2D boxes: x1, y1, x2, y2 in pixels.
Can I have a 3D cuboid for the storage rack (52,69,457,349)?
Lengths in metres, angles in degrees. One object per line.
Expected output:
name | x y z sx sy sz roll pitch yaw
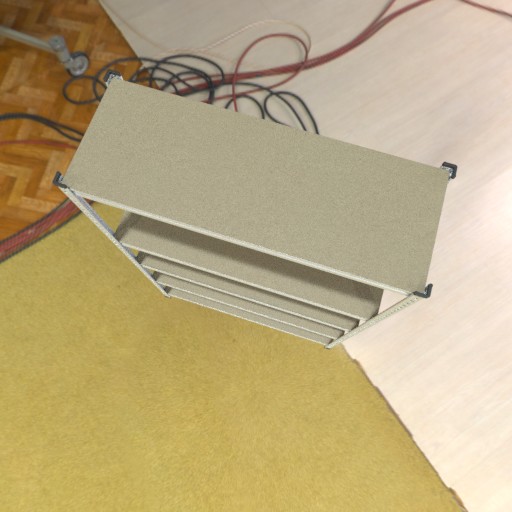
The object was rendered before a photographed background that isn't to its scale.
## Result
storage rack | 0.000 0.000 2.291 1.219 1.829 0.457 17 74 5
